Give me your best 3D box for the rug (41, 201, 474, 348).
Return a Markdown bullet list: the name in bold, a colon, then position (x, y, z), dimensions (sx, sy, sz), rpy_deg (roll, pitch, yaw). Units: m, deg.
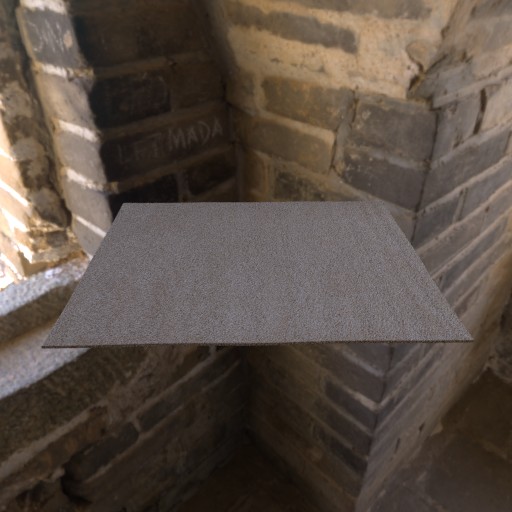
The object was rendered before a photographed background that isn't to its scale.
- **rug**: position (0.000, 0.000, 4.101), dimensions (3.000, 0.026, 2.400), rpy_deg (-1, 31, -1)
